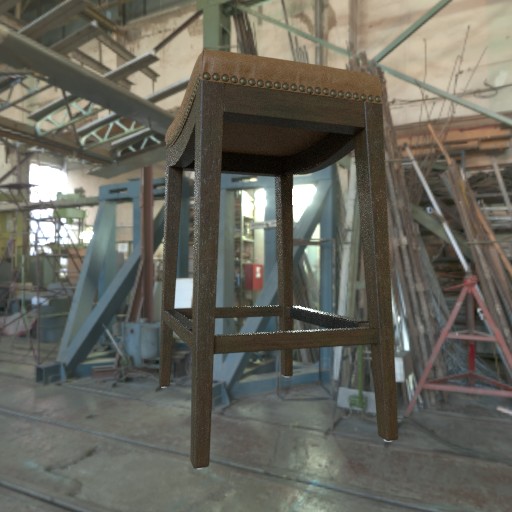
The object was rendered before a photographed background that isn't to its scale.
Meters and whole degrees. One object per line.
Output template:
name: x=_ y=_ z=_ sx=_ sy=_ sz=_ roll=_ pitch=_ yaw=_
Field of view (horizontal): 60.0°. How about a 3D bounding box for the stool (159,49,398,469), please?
stool: x=0.000 y=0.000 z=0.962 sx=0.361 sy=0.660 sz=0.500 roll=0 pitch=-1 yaw=-18
